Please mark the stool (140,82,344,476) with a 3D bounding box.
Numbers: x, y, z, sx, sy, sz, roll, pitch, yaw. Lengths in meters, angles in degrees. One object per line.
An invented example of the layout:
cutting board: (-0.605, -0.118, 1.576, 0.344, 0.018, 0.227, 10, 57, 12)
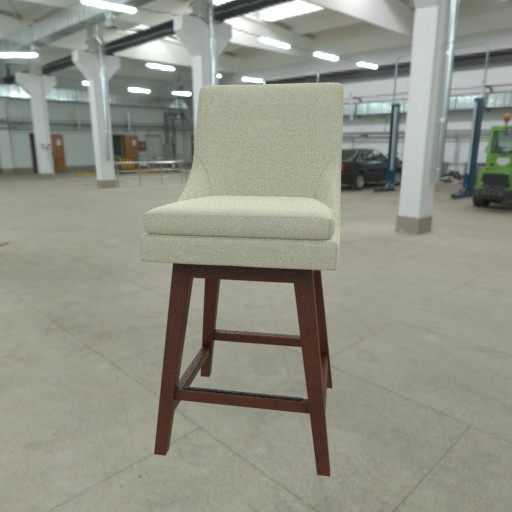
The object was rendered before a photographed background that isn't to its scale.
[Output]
stool: (0.000, 0.000, 1.274, 0.469, 0.991, 0.559, 2, 14, 10)
